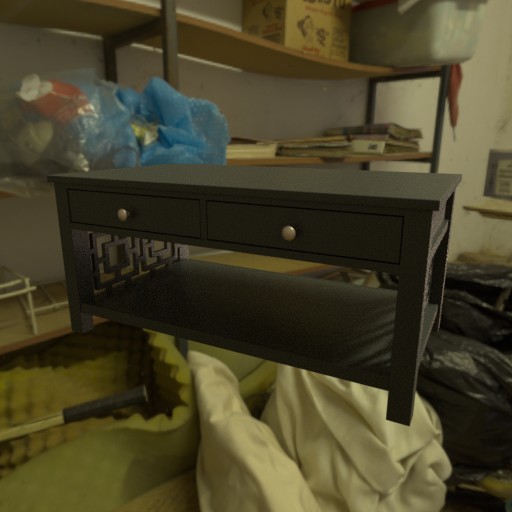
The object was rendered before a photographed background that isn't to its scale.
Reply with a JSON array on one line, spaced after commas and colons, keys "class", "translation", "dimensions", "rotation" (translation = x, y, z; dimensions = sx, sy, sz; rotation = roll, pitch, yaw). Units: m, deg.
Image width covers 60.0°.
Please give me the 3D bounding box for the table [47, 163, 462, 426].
[{"class": "table", "translation": [0.000, 0.000, 1.364], "dimensions": [1.068, 0.493, 0.612], "rotation": [8, 17, 27]}]
